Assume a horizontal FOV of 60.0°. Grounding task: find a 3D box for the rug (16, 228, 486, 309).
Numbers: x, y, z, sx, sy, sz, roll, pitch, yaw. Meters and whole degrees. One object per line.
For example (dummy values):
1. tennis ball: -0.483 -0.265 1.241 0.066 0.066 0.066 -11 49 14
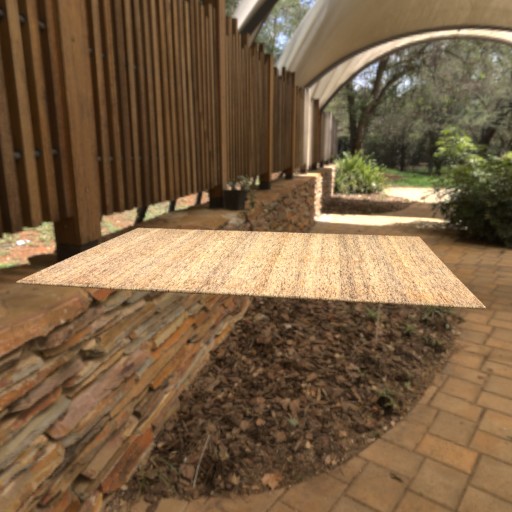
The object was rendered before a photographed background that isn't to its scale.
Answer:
1. rug: 0.000 0.000 2.294 1.846 0.014 1.243 2 14 9
